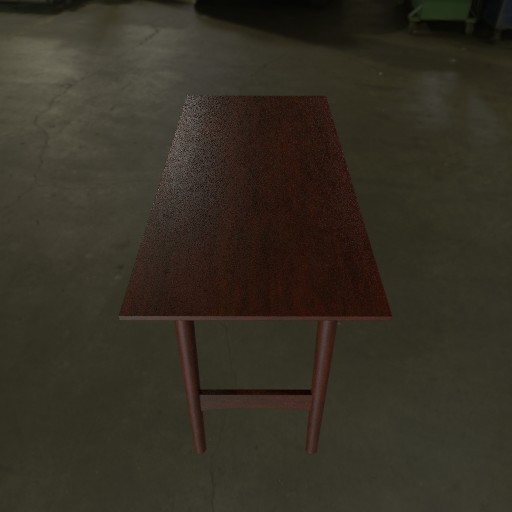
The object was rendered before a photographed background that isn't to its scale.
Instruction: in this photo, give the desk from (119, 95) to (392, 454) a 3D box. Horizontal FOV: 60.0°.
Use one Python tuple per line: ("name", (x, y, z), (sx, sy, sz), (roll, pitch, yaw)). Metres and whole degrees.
("desk", (0.000, 0.000, 1.718), (0.612, 0.758, 1.277), (0, 41, 0))
